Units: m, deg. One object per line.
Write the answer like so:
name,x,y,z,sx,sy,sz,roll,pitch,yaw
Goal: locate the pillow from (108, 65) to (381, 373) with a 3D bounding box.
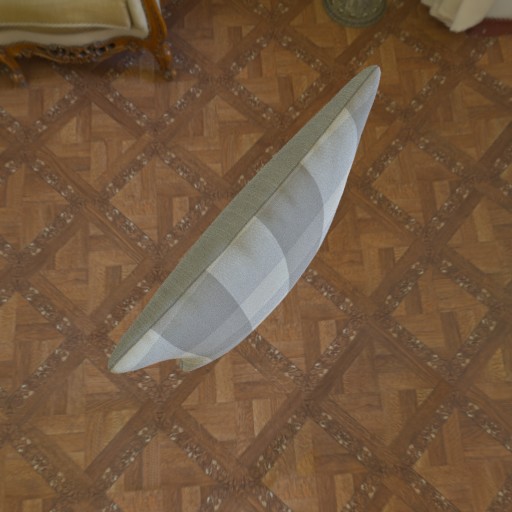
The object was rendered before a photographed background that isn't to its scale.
pillow,0.000,0.000,0.783,0.161,0.509,0.511,39,79,9
